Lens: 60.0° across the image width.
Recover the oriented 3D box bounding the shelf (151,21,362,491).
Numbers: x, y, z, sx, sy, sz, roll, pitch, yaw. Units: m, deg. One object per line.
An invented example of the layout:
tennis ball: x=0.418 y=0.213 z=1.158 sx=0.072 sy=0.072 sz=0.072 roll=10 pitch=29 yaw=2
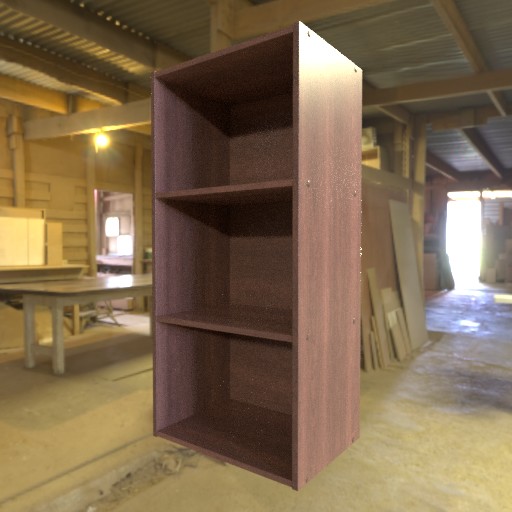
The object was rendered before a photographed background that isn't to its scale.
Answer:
shelf: x=0.000 y=0.000 z=1.066 sx=0.414 sy=0.879 sz=0.290 roll=1 pitch=2 yaw=36
